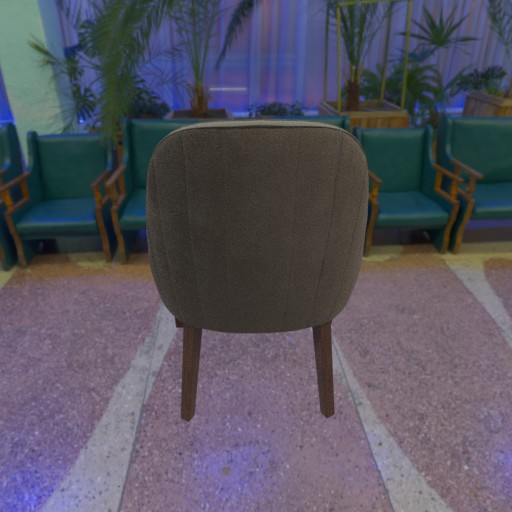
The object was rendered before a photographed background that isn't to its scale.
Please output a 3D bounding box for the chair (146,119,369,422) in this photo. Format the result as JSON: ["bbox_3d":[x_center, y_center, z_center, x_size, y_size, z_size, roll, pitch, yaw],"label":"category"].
[{"bbox_3d":[0.000,0.000,1.292,0.643,0.889,0.575,-1,29,-2],"label":"chair"}]
